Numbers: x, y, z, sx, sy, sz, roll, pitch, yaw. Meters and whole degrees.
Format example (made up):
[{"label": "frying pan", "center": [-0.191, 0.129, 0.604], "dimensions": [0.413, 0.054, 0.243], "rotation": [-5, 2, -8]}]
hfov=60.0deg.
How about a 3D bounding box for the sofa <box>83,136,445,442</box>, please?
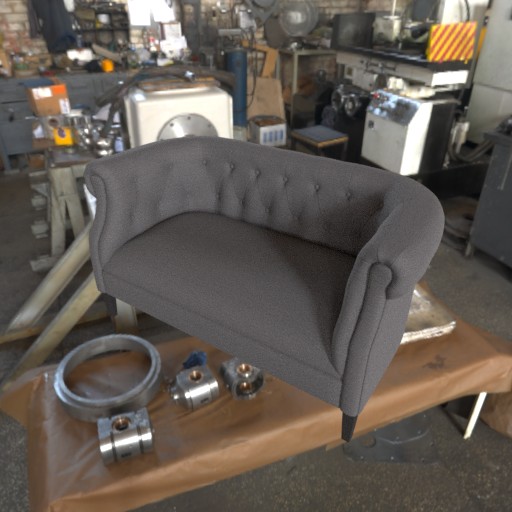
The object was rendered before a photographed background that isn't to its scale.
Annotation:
[{"label": "sofa", "center": [0.000, 0.000, 2.082], "dimensions": [1.558, 0.827, 0.835], "rotation": [19, 36, 29]}]
